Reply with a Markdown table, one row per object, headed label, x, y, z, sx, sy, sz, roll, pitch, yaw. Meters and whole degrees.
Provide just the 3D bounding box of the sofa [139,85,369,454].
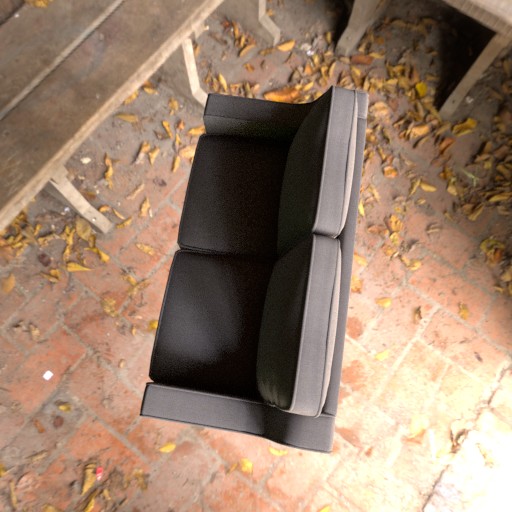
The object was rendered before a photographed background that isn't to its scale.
| label | x | y | z | sx | sy | sz | roll | pitch | yaw |
| --- | --- | --- | --- | --- | --- | --- | --- | --- | --- |
| sofa | 0.000 | 0.000 | 2.029 | 0.791 | 0.948 | 1.500 | 9 | 75 | 2 |
